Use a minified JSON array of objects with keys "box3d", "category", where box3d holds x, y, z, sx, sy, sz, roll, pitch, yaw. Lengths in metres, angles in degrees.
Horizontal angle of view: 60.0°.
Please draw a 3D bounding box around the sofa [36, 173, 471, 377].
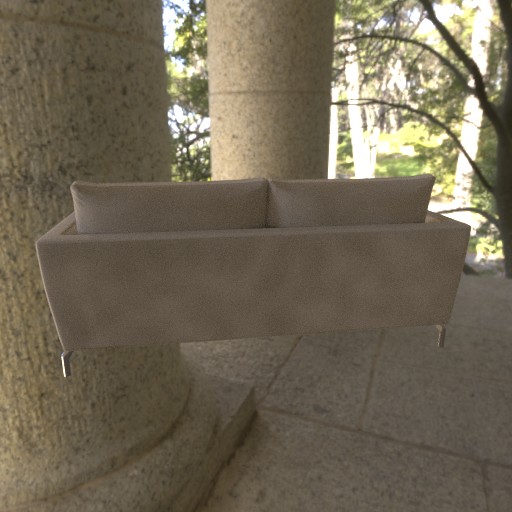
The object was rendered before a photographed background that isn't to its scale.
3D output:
[{"box3d":[0.000,0.000,2.673,2.214,1.005,0.868,-2,17,-8],"category":"sofa"}]
